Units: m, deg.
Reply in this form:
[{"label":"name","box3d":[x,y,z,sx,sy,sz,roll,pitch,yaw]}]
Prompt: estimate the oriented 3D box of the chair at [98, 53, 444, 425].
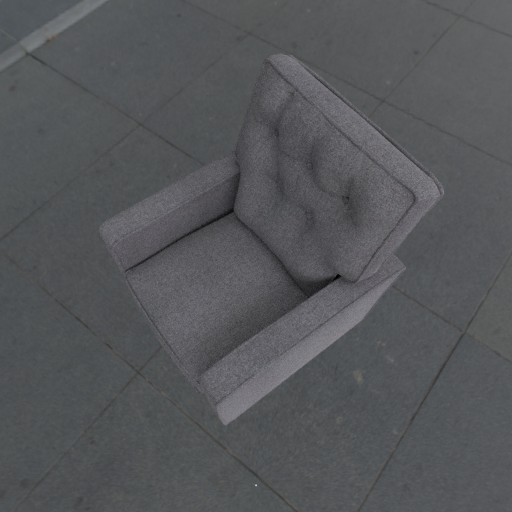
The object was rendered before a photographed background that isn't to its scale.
[{"label":"chair","box3d":[0.000,0.000,1.396,0.775,0.889,0.650,-34,68,-16]}]
